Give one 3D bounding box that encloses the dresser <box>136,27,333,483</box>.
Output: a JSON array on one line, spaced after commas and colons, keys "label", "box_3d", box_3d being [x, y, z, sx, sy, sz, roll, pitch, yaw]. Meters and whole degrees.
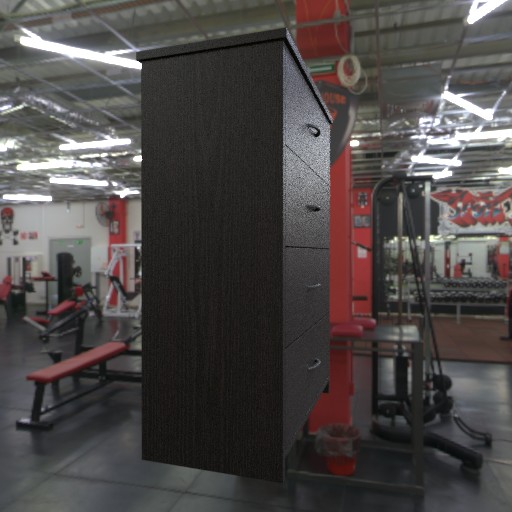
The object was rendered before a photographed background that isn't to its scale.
[{"label": "dresser", "box_3d": [0.000, 0.000, 1.379, 0.399, 1.020, 0.704, 0, 0, 18]}]
